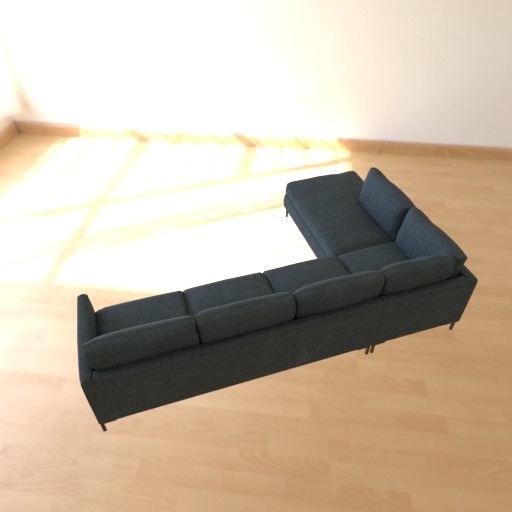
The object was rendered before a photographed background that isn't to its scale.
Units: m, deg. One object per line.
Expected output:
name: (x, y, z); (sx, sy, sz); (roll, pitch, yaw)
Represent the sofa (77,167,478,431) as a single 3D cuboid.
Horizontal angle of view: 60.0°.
sofa: (0.000, 0.000, 3.843); (2.949, 0.815, 2.007); (-12, 43, -14)
